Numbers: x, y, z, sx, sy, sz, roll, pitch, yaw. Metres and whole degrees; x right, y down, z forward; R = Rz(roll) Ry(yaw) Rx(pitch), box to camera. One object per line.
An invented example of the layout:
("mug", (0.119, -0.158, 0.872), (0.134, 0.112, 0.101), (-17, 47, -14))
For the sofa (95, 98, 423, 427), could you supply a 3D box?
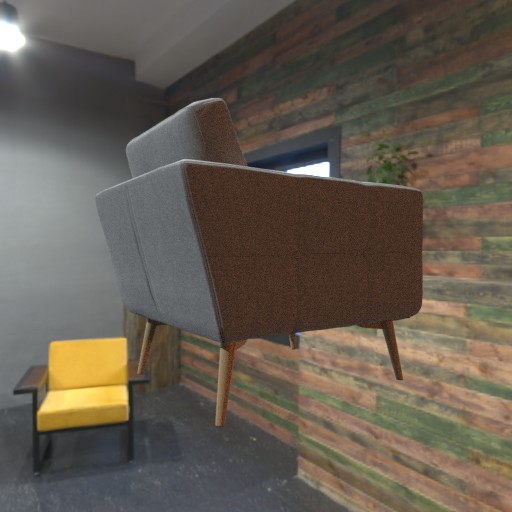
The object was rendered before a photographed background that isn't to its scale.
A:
("sofa", (0.000, 0.000, 1.553), (0.920, 0.860, 0.770), (0, 1, -34))
